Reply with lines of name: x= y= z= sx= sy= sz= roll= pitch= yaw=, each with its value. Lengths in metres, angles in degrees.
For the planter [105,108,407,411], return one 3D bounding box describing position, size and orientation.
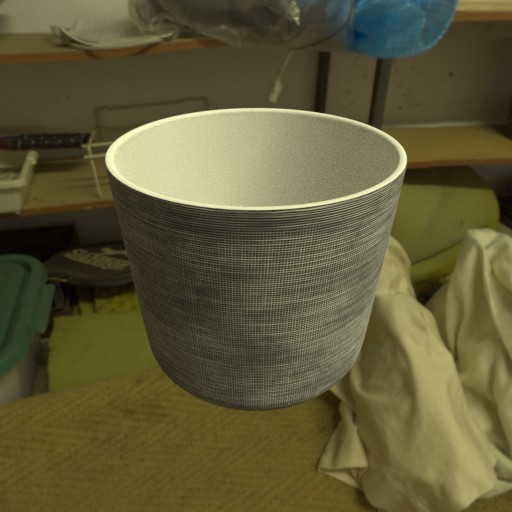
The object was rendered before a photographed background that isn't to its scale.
planter: x=0.000 y=0.000 z=0.776 sx=0.440 sy=0.398 sz=0.440 roll=0 pitch=32 yaw=0
